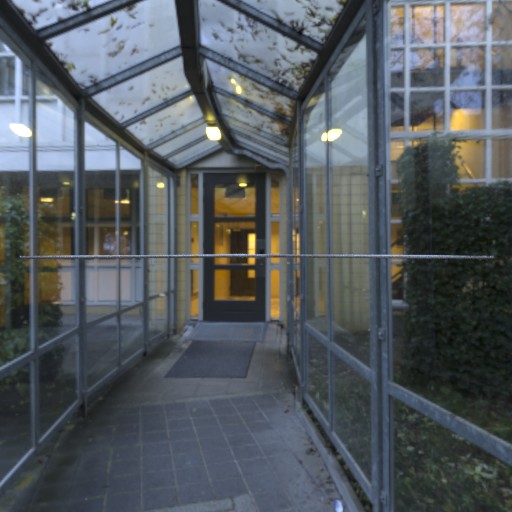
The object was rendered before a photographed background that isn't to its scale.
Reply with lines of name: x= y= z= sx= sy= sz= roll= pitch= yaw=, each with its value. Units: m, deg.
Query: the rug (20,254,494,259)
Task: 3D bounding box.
rug: x=0.000 y=0.000 z=2.245 sx=1.789 sy=0.021 sz=1.159 roll=0 pitch=0 yaw=-1
